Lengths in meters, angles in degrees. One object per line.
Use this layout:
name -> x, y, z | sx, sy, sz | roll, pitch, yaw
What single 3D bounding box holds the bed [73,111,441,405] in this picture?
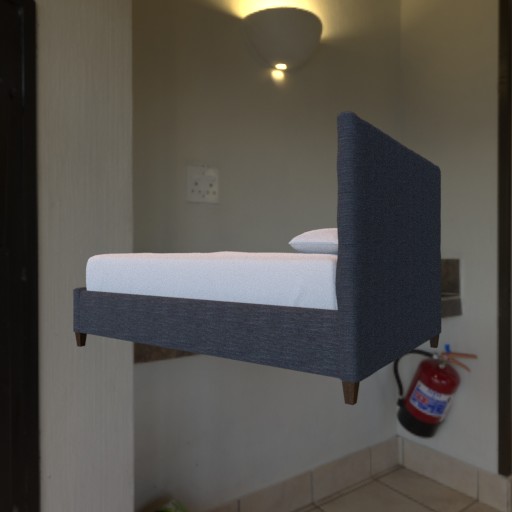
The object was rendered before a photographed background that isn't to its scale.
bed -> 0.000, 0.000, 3.482 | 2.387, 1.427, 1.698 | 0, 0, 36
